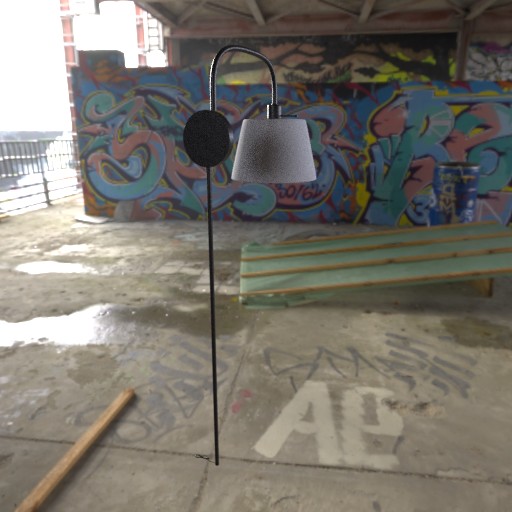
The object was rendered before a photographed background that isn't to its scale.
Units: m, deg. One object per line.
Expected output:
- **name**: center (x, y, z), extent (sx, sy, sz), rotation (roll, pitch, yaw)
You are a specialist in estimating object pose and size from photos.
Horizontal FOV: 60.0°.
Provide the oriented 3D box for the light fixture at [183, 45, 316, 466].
- **light fixture**: center (0.000, 0.000, 0.469), extent (0.092, 0.399, 0.176), rotation (8, 18, 27)
